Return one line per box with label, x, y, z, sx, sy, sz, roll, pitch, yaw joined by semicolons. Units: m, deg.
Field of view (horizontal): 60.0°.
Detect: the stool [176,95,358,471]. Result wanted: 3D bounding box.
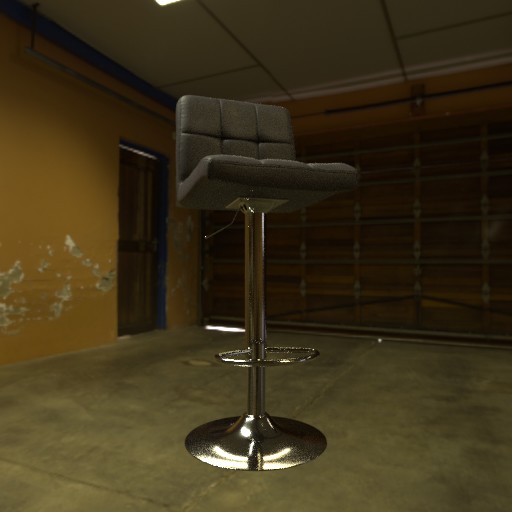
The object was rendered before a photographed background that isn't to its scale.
stool;0.000;0.000;1.352;0.430;1.115;0.505;1;-2;-19
